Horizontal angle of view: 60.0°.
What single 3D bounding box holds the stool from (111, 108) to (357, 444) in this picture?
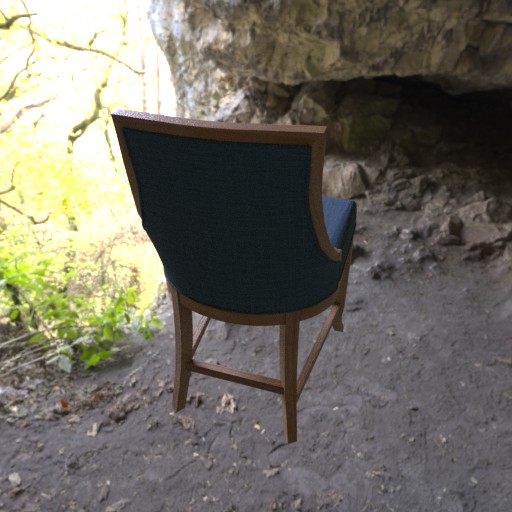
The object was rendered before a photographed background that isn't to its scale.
[{"bbox_3d":[0.000,0.000,1.311,0.524,0.938,0.626,10,33,15],"label":"stool"}]
